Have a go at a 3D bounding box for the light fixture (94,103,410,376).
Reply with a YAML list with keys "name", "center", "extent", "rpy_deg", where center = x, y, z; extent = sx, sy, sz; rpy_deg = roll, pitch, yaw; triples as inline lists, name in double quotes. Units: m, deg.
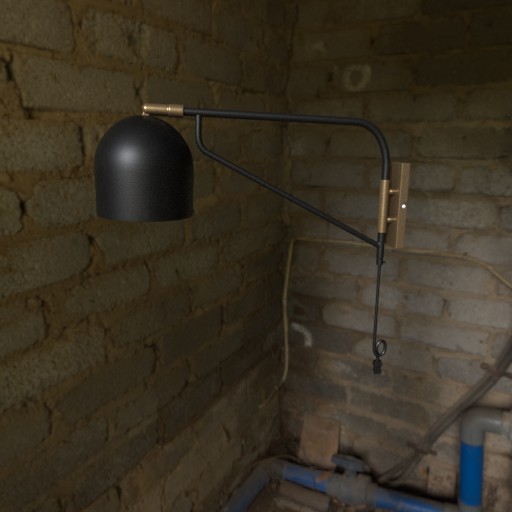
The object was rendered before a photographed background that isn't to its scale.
- name: "light fixture"
  center: [0.000, 0.000, 1.073]
  extent: [0.720, 0.696, 0.215]
  rpy_deg: [-2, 14, -8]
